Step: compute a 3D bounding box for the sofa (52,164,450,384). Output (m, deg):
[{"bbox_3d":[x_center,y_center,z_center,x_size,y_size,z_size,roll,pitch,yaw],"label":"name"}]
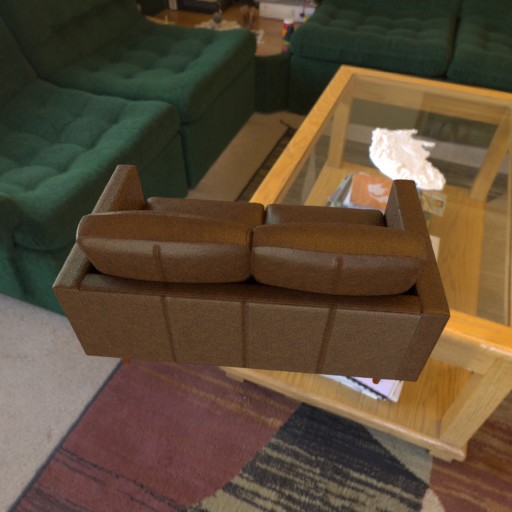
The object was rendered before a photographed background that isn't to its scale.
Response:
[{"bbox_3d":[0.000,0.000,2.200,1.578,0.951,0.909,4,46,4],"label":"sofa"}]
